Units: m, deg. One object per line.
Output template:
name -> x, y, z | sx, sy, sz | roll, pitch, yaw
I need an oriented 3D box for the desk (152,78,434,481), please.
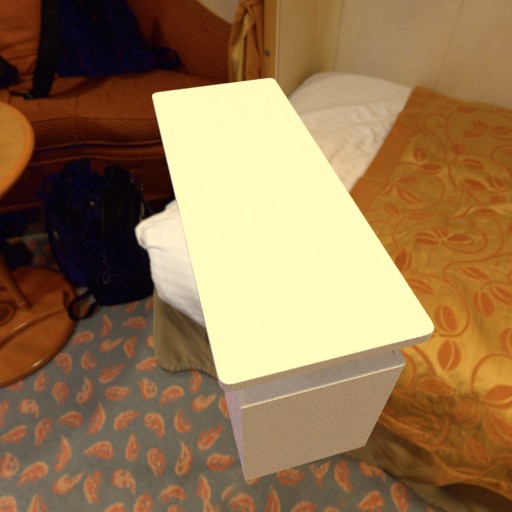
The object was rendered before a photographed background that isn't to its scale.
desk -> 0.000, 0.000, 1.781 | 0.550, 0.762, 1.400 | -11, 48, -10
